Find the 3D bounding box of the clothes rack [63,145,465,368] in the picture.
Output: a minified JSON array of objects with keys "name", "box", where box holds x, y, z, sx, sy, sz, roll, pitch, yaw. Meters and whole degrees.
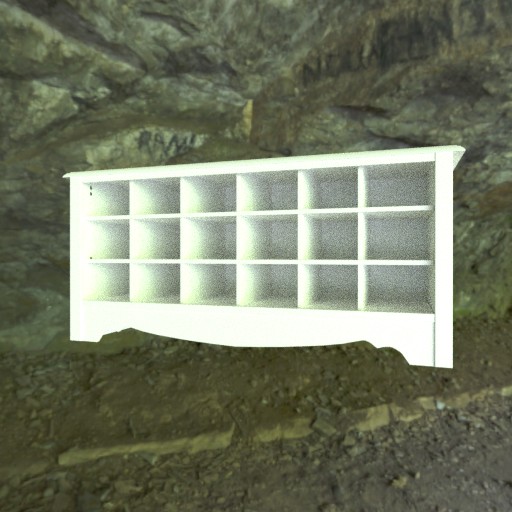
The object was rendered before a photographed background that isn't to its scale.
[{"name":"clothes rack","box":[0.000,0.000,1.474,1.218,0.558,0.405,0,0,18]}]
